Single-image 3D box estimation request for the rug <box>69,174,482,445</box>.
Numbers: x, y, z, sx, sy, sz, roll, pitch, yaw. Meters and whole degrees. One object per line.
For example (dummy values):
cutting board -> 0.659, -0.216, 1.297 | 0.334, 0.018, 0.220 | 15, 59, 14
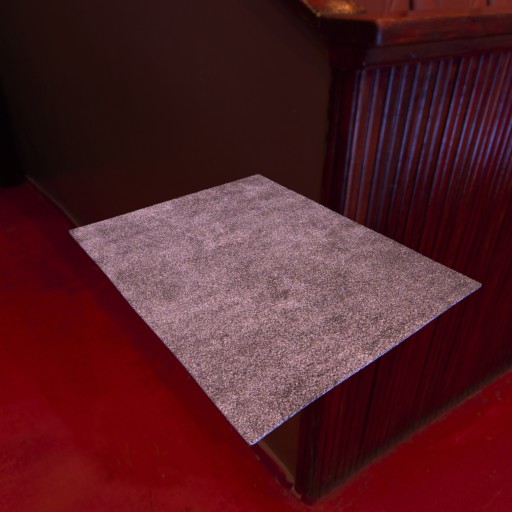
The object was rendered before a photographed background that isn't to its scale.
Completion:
rug -> 0.000, 0.000, 4.037 | 2.401, 0.025, 3.000 | -23, 39, -31
